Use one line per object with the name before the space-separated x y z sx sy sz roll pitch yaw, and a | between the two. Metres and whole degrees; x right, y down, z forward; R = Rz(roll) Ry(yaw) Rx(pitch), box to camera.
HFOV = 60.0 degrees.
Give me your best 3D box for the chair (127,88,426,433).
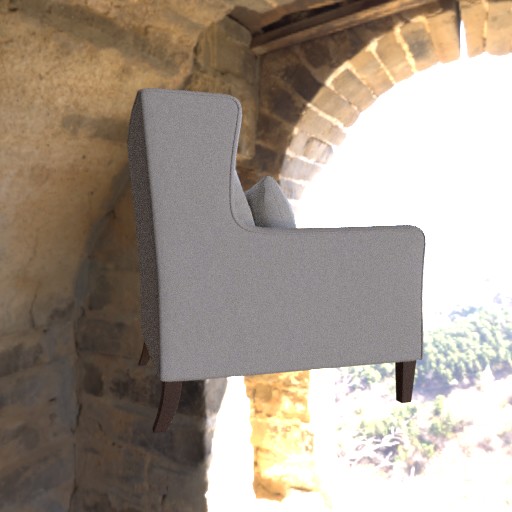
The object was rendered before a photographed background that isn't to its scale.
chair | 0.000 0.000 1.881 1.040 1.056 0.982 0 0 -18
